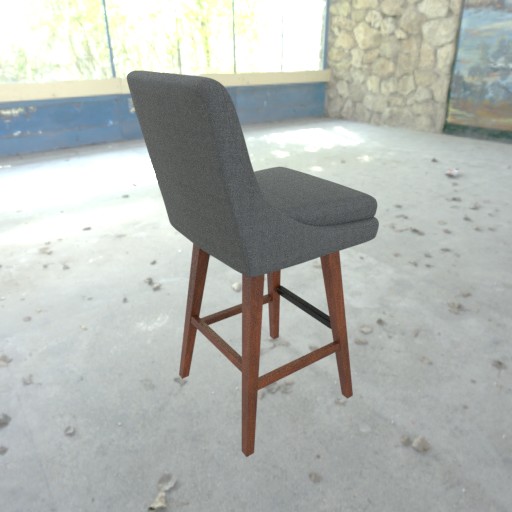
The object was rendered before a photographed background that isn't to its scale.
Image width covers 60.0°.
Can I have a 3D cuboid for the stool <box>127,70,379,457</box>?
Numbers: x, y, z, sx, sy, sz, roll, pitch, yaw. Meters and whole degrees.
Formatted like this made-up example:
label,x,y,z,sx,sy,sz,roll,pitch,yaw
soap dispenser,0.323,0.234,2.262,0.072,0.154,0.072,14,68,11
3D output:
label,x,y,z,sx,sy,sz,roll,pitch,yaw
stool,0.000,0.000,1.260,0.524,0.977,0.447,-17,30,-31
